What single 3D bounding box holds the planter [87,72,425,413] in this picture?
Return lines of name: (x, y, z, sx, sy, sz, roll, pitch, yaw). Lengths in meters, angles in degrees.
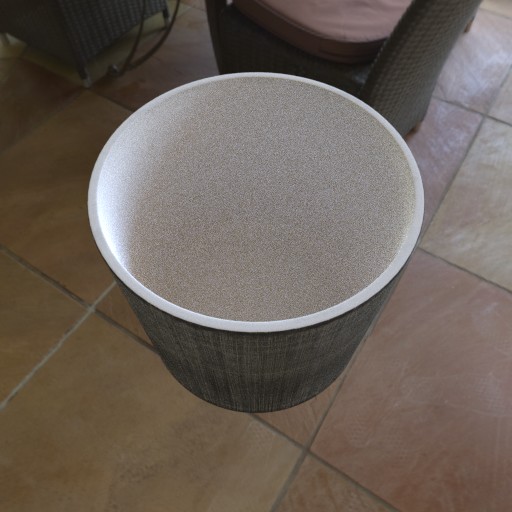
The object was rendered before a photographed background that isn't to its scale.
planter: (0.000, 0.000, 0.380, 0.221, 0.201, 0.221, 0, 58, 0)
